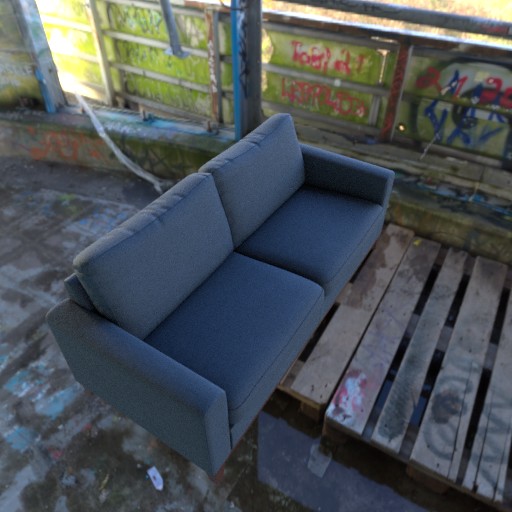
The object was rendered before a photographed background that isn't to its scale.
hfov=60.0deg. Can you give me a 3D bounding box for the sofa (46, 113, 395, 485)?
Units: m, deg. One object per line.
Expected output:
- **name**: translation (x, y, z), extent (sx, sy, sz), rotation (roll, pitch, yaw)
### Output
- **sofa**: translation (0.000, 0.000, 2.363), extent (0.877, 0.865, 1.900), rotation (23, 47, 24)
